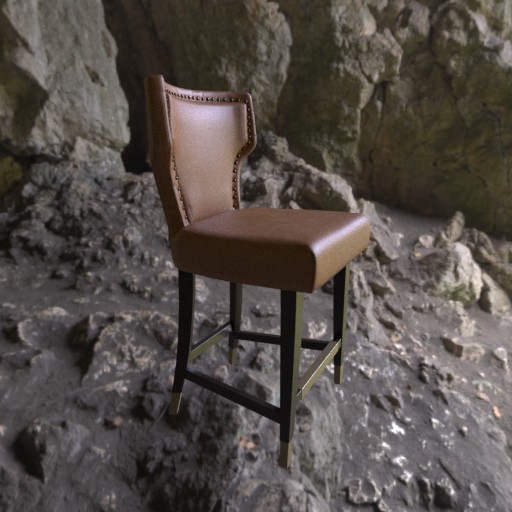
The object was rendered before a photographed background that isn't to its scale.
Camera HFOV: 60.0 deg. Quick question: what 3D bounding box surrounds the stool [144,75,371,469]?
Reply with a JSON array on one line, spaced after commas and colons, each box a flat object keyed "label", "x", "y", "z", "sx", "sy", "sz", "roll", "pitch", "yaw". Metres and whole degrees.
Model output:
[{"label": "stool", "x": 0.000, "y": 0.000, "z": 1.331, "sx": 0.563, "sy": 0.982, "sz": 0.526, "roll": 7, "pitch": 16, "yaw": 26}]
